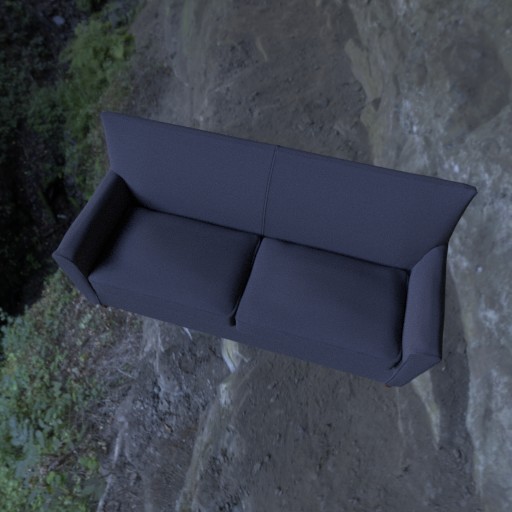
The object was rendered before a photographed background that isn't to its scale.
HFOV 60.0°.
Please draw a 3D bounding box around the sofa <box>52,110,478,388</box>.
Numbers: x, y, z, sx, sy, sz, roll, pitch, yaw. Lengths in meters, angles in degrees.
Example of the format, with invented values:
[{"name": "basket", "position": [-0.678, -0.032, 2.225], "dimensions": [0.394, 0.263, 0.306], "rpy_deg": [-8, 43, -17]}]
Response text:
[{"name": "sofa", "position": [0.000, 0.000, 2.456], "dimensions": [2.002, 0.907, 0.843], "rpy_deg": [14, 59, 9]}]
